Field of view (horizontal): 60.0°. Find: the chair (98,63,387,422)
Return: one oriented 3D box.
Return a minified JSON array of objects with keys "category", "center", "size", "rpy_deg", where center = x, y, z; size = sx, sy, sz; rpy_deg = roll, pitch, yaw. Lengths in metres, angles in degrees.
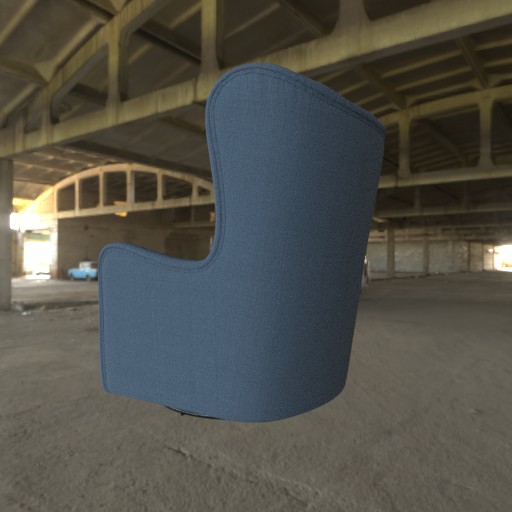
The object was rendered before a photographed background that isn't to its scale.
[{"category":"chair","center":[0.000,0.000,1.709],"size":[0.930,1.079,0.831],"rpy_deg":[0,0,36]}]
